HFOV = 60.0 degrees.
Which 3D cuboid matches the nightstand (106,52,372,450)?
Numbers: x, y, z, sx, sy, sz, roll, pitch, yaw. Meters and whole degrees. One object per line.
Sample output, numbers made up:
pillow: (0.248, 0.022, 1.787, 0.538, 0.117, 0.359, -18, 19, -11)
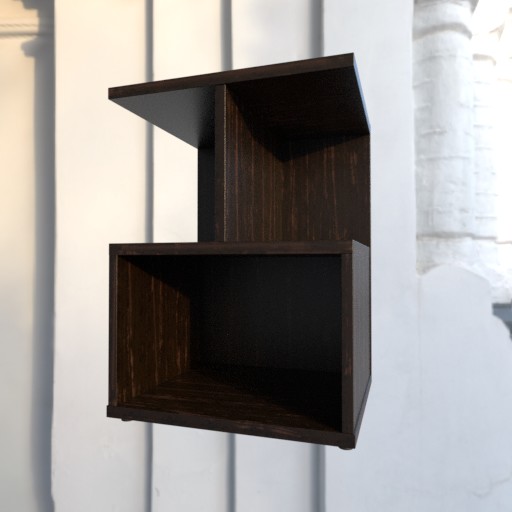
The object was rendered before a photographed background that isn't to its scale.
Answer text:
nightstand: (0.000, 0.000, 0.837, 0.400, 0.559, 0.356, 0, -1, 18)
